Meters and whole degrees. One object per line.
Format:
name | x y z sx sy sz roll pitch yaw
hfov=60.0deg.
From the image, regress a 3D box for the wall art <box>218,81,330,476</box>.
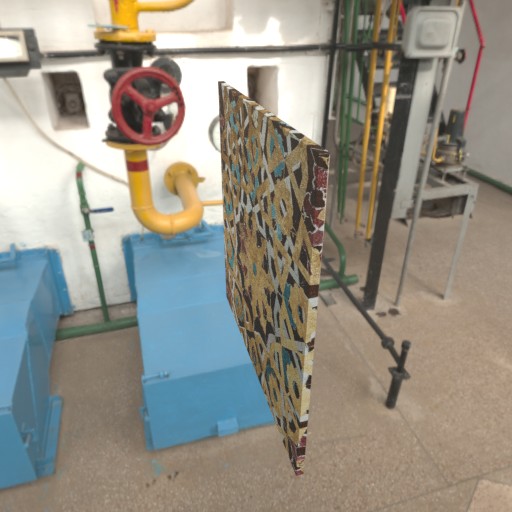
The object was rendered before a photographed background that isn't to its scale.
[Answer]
wall art | 0.000 0.000 0.621 0.010 0.406 0.404 -8 30 -14
